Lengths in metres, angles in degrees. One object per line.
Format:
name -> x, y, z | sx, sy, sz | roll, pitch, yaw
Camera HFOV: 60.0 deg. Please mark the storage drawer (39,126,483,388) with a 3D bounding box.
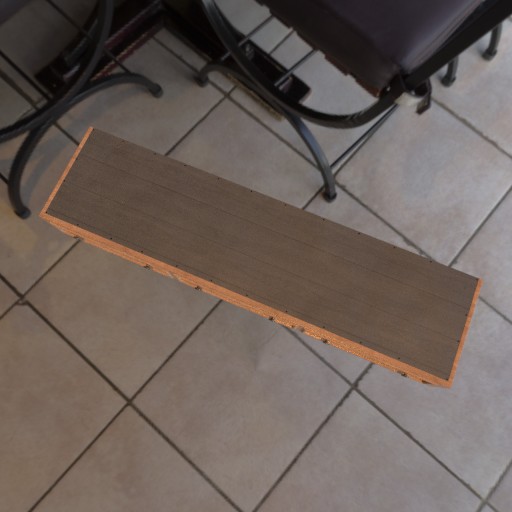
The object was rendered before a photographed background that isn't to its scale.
storage drawer -> 0.000, 0.000, 2.194 | 2.032, 0.264, 0.538 | 22, 77, 6
